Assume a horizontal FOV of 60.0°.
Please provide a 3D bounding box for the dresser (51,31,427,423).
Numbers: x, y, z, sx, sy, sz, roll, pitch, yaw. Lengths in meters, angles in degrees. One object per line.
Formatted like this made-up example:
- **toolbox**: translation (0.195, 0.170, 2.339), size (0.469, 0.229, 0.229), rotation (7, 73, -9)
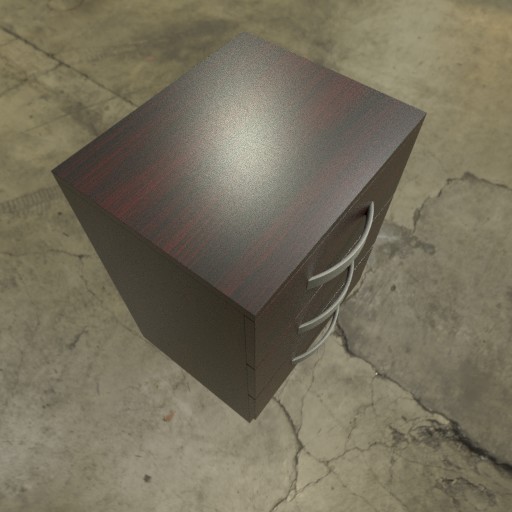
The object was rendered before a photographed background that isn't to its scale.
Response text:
- **dresser**: translation (0.000, 0.000, 0.833), size (0.360, 0.560, 0.400), rotation (33, 63, 19)
